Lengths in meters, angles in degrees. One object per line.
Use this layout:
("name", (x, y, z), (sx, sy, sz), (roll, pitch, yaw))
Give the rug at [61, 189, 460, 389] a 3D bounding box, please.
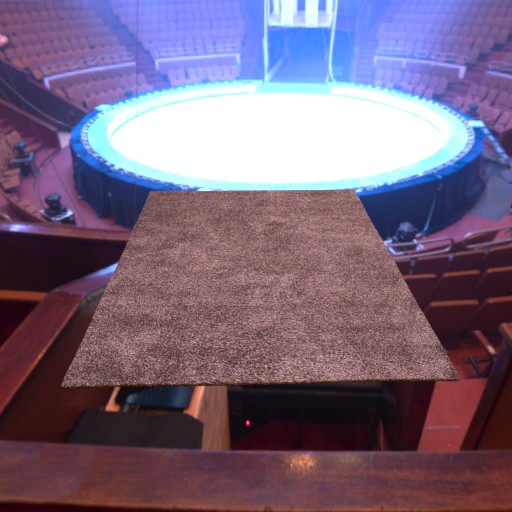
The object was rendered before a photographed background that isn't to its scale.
("rug", (0.000, 0.000, 3.944), (2.401, 0.025, 3.000), (-1, 31, -1))
